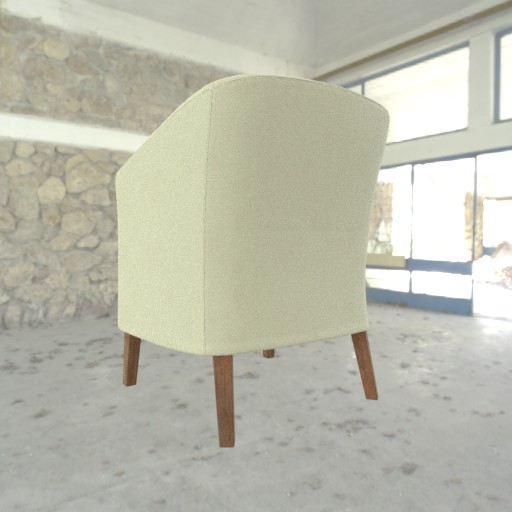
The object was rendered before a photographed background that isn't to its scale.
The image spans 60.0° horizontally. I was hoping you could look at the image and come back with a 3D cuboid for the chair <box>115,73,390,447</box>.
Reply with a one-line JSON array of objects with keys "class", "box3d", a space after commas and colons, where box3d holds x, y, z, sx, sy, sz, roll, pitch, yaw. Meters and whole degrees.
[{"class": "chair", "box3d": [0.000, 0.000, 1.313, 0.643, 0.822, 0.657, -2, 3, -36]}]
